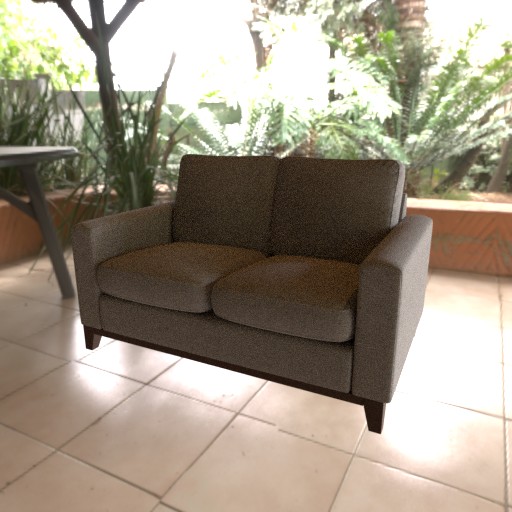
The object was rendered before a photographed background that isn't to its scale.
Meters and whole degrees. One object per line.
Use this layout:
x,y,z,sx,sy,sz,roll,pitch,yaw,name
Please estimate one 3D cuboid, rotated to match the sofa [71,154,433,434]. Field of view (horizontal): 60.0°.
0.000,0.000,2.043,1.420,0.873,0.917,8,18,25,sofa
